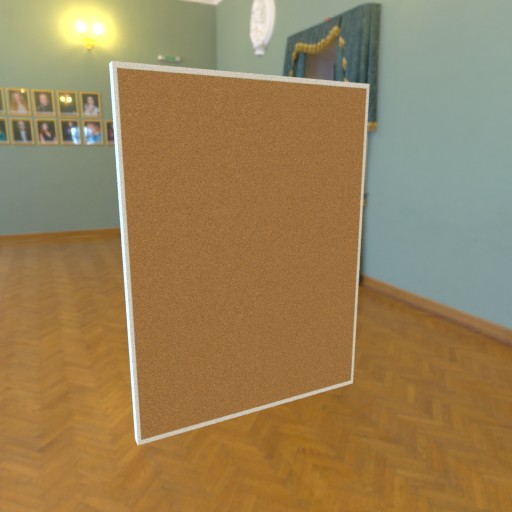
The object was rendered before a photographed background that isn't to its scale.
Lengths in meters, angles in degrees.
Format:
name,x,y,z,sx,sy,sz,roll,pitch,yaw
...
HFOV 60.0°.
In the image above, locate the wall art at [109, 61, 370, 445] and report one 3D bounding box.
name,x,y,z,sx,sy,sz,roll,pitch,yaw
wall art,0.000,0.000,1.372,0.795,1.050,0.039,-7,15,-26
